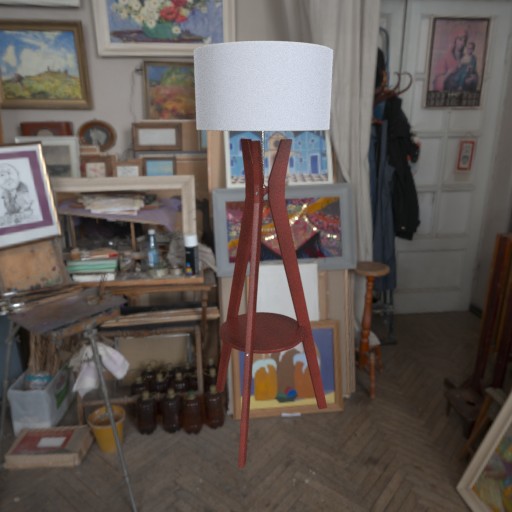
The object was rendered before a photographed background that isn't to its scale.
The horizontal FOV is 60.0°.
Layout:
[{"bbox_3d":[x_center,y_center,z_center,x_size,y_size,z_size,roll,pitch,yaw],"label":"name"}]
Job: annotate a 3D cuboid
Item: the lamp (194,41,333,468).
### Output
[{"bbox_3d":[0.000,0.000,1.758,0.539,1.472,0.542,-16,23,-42],"label":"lamp"}]
